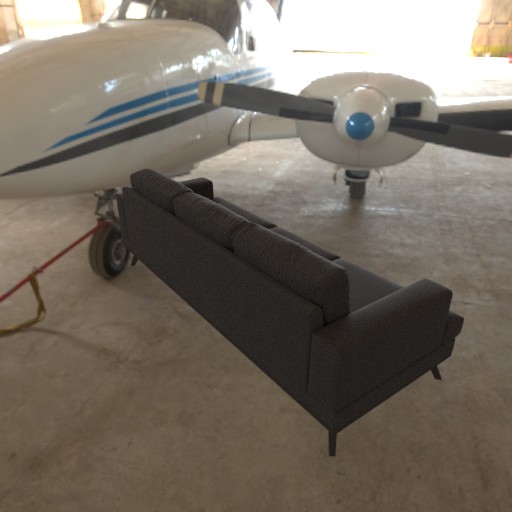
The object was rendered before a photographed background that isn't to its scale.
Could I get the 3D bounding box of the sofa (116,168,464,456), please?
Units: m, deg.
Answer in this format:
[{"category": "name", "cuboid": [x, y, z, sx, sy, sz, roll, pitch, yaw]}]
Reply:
[{"category": "sofa", "cuboid": [0.000, 0.000, 2.792, 0.920, 0.810, 2.310, -18, 32, -32]}]
